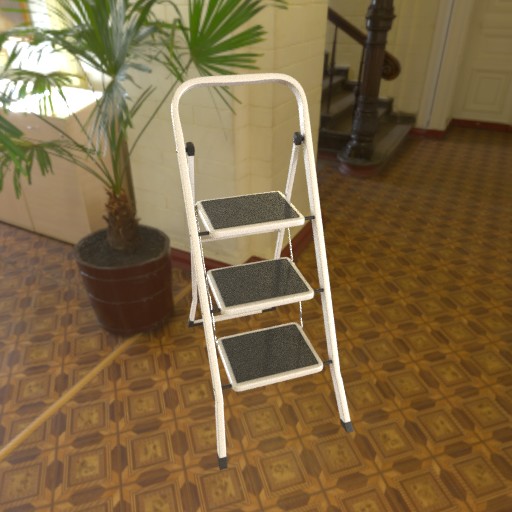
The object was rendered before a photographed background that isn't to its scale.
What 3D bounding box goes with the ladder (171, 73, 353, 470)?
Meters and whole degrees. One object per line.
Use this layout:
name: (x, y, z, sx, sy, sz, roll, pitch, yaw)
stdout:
ladder: (0.000, 0.000, 1.440, 0.460, 1.050, 0.711, -9, 33, -15)
